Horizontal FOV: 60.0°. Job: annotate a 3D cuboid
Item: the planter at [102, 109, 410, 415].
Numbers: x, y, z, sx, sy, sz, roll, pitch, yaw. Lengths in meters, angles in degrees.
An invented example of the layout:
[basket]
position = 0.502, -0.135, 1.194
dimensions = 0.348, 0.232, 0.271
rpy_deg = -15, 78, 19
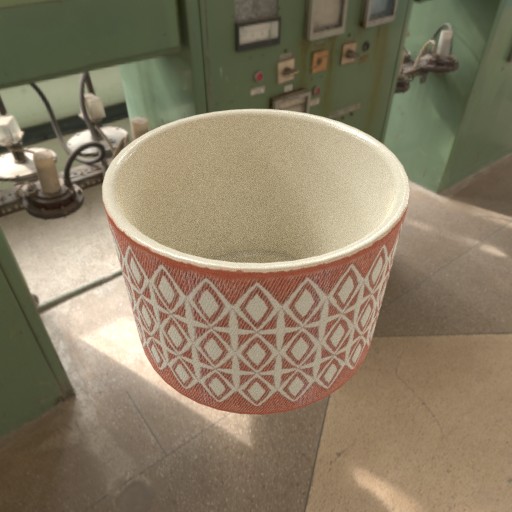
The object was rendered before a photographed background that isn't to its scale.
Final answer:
[planter]
position = 0.000, 0.000, 0.332
dimensions = 0.192, 0.148, 0.192
rpy_deg = 0, 41, 0
